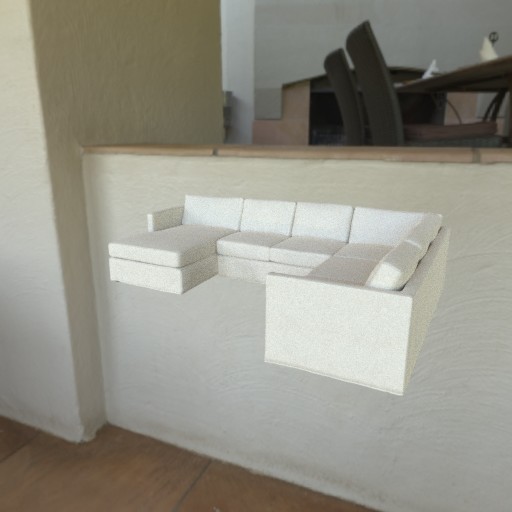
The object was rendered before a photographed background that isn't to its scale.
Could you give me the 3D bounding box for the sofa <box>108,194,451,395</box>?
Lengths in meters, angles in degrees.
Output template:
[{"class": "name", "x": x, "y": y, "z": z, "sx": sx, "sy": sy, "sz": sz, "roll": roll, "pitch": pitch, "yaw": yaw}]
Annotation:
[{"class": "sofa", "x": 0.000, "y": 0.000, "z": 4.559, "sx": 3.464, "sy": 0.882, "sz": 2.448, "roll": 8, "pitch": 17, "yaw": 27}]
